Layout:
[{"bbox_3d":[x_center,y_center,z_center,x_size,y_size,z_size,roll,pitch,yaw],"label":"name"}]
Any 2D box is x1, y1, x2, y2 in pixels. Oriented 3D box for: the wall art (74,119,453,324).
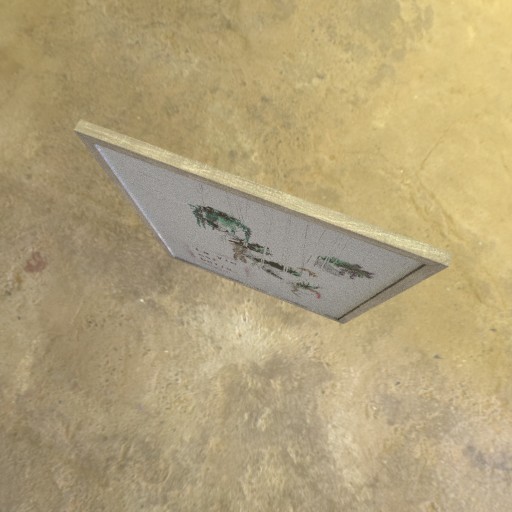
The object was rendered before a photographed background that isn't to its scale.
[{"bbox_3d":[0.000,0.000,1.357,0.781,1.022,0.035,20,76,5],"label":"wall art"}]
